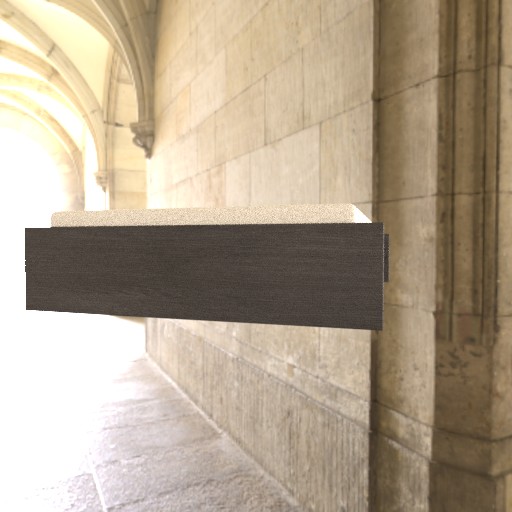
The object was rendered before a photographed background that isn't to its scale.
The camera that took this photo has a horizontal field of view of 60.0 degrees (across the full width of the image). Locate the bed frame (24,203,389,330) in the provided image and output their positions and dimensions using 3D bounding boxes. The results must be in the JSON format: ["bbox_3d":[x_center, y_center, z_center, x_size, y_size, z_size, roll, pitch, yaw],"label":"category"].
[{"bbox_3d":[0.000,0.000,2.622,1.490,0.432,1.950,1,2,17],"label":"bed frame"}]
